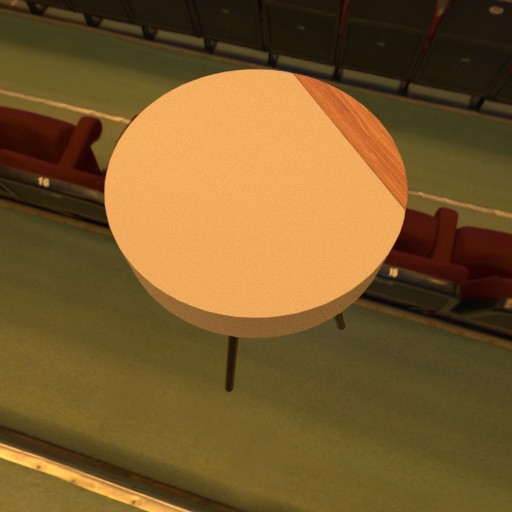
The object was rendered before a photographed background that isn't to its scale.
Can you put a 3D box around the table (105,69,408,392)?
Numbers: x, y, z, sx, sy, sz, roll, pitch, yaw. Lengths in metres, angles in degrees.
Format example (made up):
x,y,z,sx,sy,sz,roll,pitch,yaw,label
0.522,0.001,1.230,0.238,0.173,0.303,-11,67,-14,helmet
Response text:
x,y,z,sx,sy,sz,roll,pitch,yaw,label
0.000,0.000,0.874,0.450,0.525,0.450,0,63,0,table
